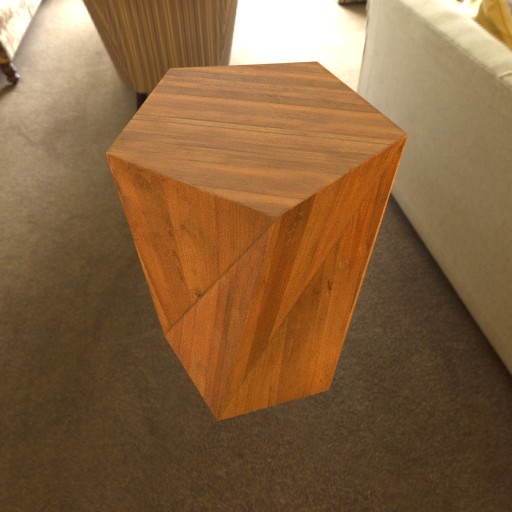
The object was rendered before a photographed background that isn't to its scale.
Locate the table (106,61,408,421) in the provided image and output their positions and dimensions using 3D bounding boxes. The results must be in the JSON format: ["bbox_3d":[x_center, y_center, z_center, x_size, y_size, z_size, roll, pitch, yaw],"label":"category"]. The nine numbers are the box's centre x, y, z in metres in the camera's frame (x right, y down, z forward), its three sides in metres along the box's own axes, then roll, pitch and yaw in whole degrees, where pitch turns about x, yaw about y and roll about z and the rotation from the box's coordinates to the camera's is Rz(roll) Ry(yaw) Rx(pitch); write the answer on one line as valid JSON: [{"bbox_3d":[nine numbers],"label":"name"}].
[{"bbox_3d":[0.000,0.000,0.878,0.425,0.604,0.441,24,52,21],"label":"table"}]
